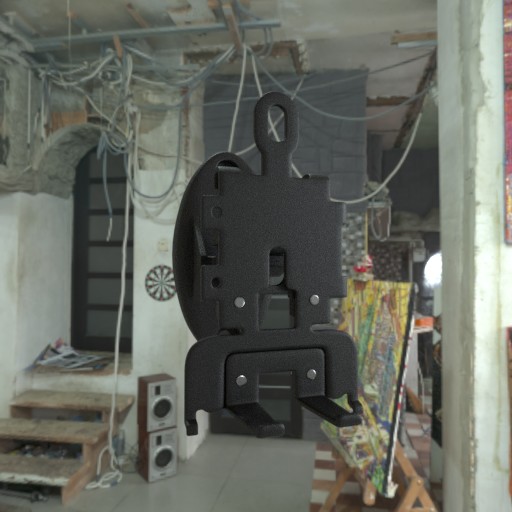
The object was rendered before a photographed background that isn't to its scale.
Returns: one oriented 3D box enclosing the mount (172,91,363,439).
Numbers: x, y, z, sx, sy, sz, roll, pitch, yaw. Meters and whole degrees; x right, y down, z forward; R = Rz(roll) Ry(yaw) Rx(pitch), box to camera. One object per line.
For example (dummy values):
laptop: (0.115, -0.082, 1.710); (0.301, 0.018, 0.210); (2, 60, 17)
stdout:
mount: (0.000, 0.000, 0.180); (0.066, 0.118, 0.100); (1, -1, -20)
